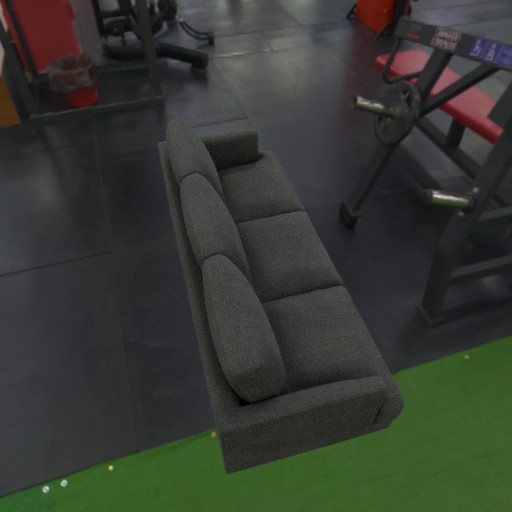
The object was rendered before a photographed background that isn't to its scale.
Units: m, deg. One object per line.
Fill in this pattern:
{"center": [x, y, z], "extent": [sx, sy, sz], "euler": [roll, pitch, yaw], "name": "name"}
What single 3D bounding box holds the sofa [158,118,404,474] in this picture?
{"center": [0.000, 0.000, 2.751], "extent": [0.903, 0.930, 2.246], "euler": [-11, 48, -10], "name": "sofa"}
